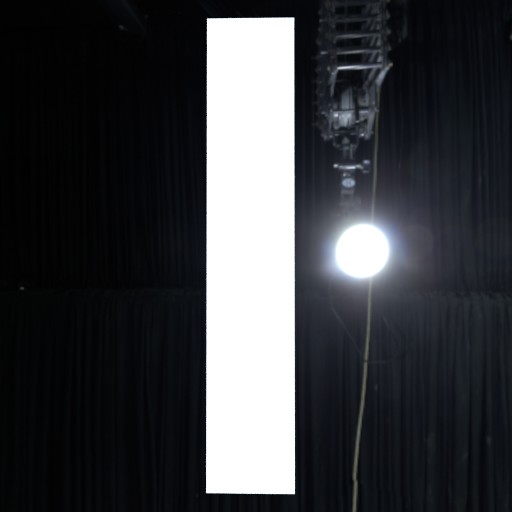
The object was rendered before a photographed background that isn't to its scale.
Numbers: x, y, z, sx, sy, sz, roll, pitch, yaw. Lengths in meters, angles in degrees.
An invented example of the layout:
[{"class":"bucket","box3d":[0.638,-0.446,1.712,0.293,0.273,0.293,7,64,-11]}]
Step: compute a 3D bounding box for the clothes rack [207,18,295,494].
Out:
[{"class":"clothes rack","box3d":[0.000,0.000,1.569,0.250,1.280,0.750,0,-1,1]}]
